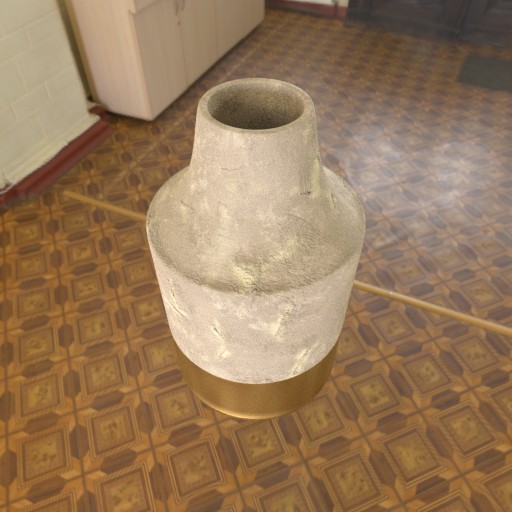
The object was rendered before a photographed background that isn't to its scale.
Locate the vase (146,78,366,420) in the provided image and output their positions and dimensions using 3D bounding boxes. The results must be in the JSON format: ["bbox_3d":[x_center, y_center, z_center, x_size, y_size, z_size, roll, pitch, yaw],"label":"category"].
[{"bbox_3d":[0.000,0.000,0.414,0.184,0.305,0.184,0,47,0],"label":"vase"}]
